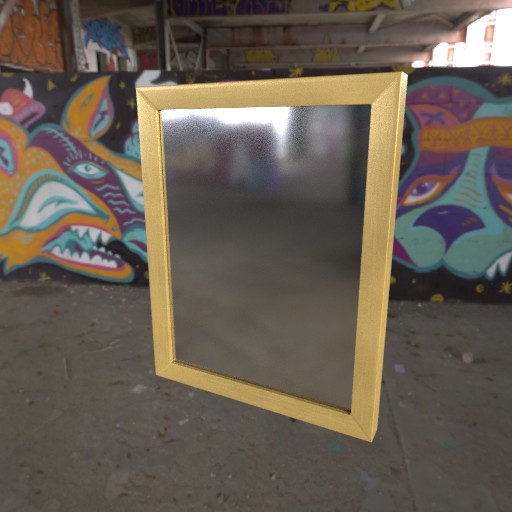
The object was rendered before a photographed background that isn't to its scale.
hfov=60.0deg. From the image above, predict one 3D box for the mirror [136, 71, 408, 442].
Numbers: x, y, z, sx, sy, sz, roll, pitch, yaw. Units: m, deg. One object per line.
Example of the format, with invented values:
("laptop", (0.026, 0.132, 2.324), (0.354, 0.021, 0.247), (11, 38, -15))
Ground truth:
("mirror", (0.000, 0.000, 0.691), (0.405, 0.508, 0.041), (8, 18, 27))
